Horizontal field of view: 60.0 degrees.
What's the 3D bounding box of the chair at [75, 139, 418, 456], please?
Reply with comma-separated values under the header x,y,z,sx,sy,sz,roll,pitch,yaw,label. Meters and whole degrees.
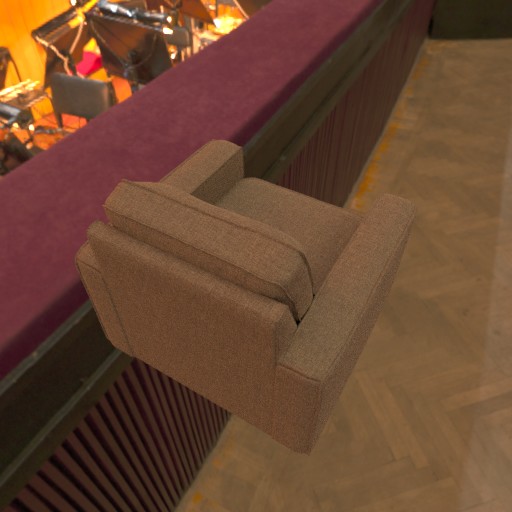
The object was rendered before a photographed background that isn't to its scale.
x,y,z,sx,sy,sz,roll,pitch,yaw,label
0.000,0.000,1.779,1.016,0.914,0.940,23,50,21,chair
